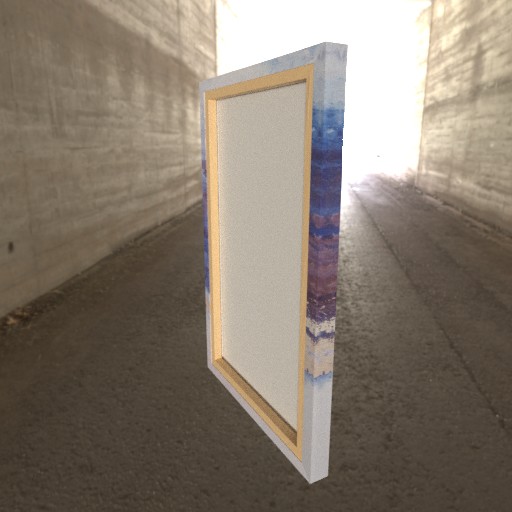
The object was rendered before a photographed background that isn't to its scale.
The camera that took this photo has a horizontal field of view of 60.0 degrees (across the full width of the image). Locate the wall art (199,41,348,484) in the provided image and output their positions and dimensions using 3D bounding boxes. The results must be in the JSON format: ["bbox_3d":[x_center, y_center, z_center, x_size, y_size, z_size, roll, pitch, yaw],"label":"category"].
[{"bbox_3d":[0.000,0.000,1.104,0.048,0.874,0.583,-8,16,-27],"label":"wall art"}]
